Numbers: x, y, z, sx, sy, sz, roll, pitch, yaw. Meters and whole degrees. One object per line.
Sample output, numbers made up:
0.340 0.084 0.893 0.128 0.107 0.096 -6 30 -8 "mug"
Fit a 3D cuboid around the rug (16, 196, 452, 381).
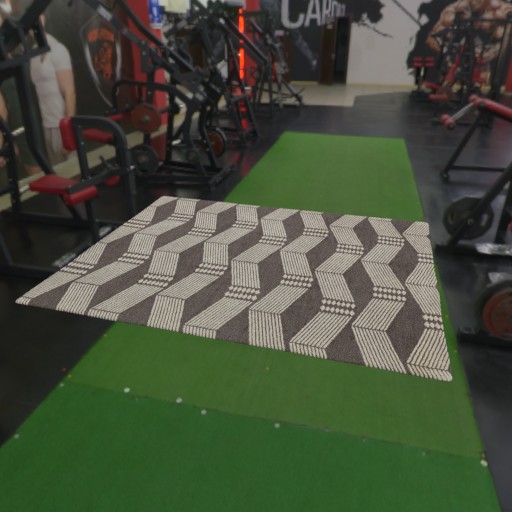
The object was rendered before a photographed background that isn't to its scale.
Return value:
0.000 0.000 3.962 3.048 0.016 2.438 7 28 14 "rug"
